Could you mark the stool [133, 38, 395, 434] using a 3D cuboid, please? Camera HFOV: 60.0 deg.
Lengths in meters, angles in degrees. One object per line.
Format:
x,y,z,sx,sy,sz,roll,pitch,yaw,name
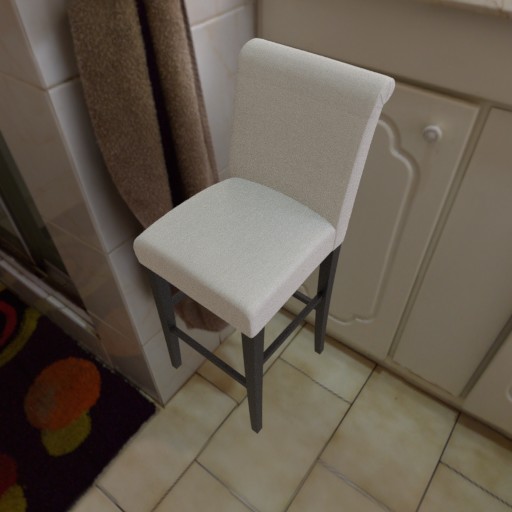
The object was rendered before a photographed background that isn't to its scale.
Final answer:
0.000,0.000,1.452,0.452,1.124,0.597,30,53,26,stool
